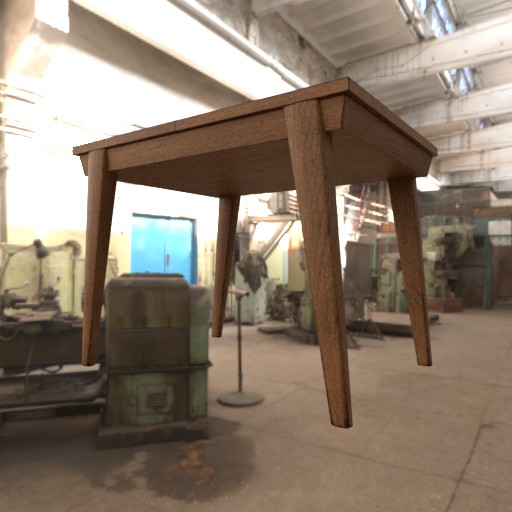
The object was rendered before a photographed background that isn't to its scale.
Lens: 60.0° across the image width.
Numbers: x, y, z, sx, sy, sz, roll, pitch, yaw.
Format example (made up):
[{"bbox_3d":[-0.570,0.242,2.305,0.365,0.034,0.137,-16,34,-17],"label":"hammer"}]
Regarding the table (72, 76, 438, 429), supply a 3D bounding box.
[{"bbox_3d":[0.000,0.000,1.546,1.027,0.760,0.757,0,0,36],"label":"table"}]
